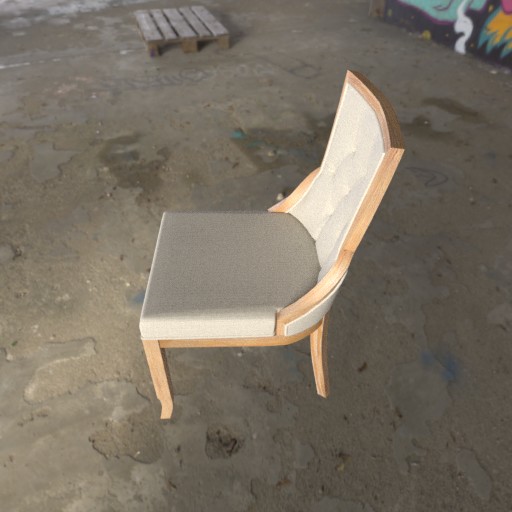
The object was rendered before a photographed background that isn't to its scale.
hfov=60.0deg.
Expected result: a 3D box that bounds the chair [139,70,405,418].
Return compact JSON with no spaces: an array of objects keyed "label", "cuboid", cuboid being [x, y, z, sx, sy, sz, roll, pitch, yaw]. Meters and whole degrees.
[{"label":"chair","cuboid":[0.000,0.000,1.350,0.641,0.947,0.524,-1,41,-1]}]
